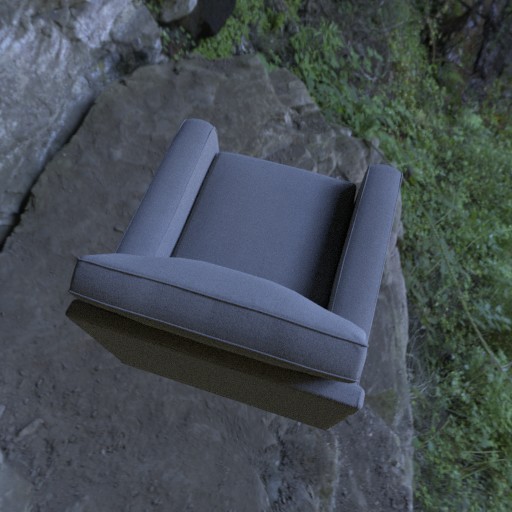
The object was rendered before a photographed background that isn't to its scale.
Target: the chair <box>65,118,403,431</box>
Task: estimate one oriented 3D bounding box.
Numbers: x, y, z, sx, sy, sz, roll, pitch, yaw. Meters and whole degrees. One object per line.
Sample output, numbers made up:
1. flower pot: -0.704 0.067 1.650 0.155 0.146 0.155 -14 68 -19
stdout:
1. chair: 0.000 0.000 1.837 0.999 0.934 1.044 16 65 8
